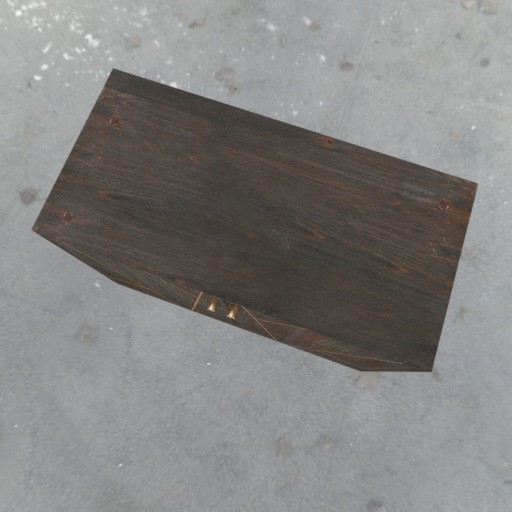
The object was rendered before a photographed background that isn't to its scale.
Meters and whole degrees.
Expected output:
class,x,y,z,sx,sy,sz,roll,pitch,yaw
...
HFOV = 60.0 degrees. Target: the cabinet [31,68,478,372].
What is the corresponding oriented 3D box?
class,x,y,z,sx,sy,sz,roll,pitch,yaw
cabinet,0.000,0.000,1.549,1.023,0.897,0.529,19,76,5
